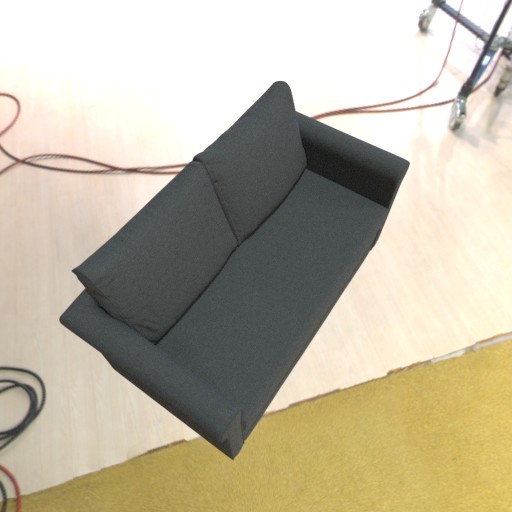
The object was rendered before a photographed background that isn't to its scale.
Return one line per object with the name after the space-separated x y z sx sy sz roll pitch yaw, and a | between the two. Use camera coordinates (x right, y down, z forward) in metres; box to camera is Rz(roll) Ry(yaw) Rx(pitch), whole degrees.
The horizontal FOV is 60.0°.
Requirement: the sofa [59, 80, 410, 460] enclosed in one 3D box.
0.000 0.000 1.969 0.741 0.872 1.460 30 62 18 | sofa
